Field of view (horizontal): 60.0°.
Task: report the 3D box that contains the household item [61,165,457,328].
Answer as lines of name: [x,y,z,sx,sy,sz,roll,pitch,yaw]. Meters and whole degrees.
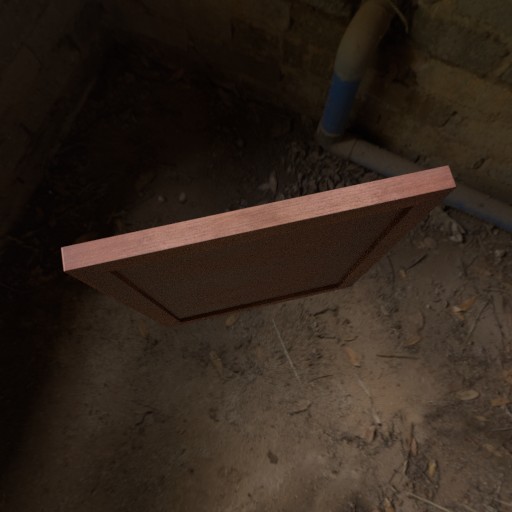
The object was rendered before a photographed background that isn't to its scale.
household item: [0.000,0.000,0.544,0.310,0.407,0.067,-12,75,-3]
